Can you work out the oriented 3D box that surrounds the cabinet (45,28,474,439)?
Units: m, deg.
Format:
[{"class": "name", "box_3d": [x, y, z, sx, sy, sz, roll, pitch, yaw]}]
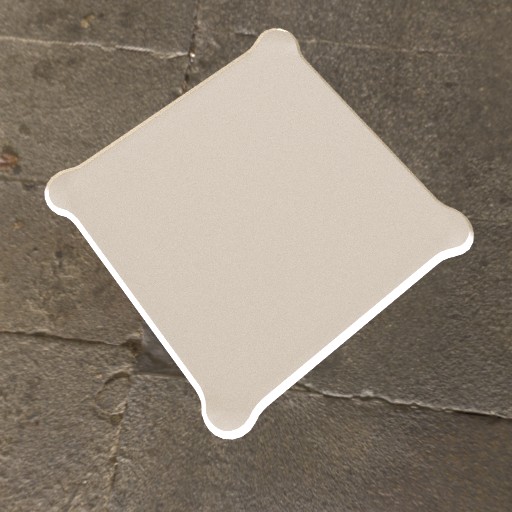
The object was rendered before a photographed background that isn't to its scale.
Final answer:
[{"class": "cabinet", "box_3d": [0.000, 0.000, 1.227, 0.627, 0.761, 0.628, -38, 79, -9]}]
